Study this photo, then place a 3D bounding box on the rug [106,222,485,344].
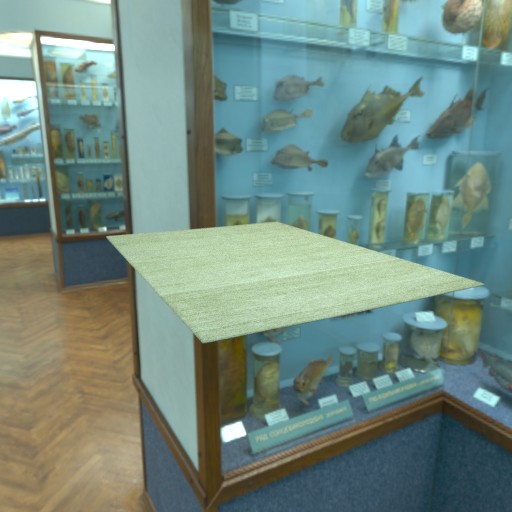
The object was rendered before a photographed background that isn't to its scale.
[{"bbox_3d":[0.000,0.000,3.003,1.606,0.017,2.270,-7,16,-26],"label":"rug"}]
